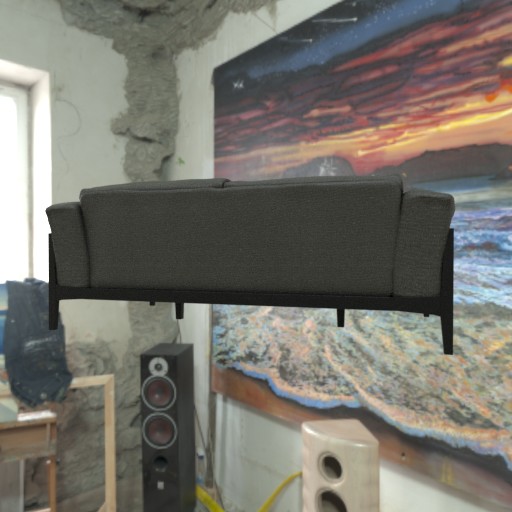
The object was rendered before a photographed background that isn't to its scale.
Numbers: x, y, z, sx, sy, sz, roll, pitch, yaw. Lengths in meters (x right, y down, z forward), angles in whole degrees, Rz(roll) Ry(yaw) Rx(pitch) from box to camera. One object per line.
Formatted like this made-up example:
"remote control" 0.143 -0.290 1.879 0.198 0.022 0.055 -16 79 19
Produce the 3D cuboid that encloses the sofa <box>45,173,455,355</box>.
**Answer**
"sofa" 0.000 0.000 2.168 1.690 0.656 0.960 0 1 16
